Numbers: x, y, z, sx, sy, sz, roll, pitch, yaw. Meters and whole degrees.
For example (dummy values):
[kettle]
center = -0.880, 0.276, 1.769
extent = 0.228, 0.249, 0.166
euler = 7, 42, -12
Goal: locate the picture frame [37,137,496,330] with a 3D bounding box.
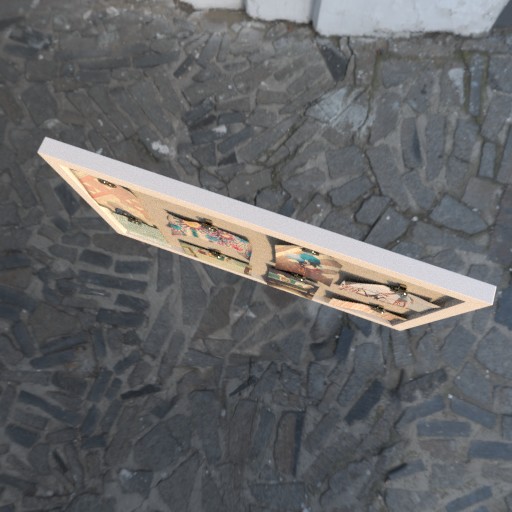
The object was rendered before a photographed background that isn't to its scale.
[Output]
[picture frame]
center = 0.000, 0.000, 0.778
extent = 0.647, 0.379, 0.044
euler = 19, 76, 5
